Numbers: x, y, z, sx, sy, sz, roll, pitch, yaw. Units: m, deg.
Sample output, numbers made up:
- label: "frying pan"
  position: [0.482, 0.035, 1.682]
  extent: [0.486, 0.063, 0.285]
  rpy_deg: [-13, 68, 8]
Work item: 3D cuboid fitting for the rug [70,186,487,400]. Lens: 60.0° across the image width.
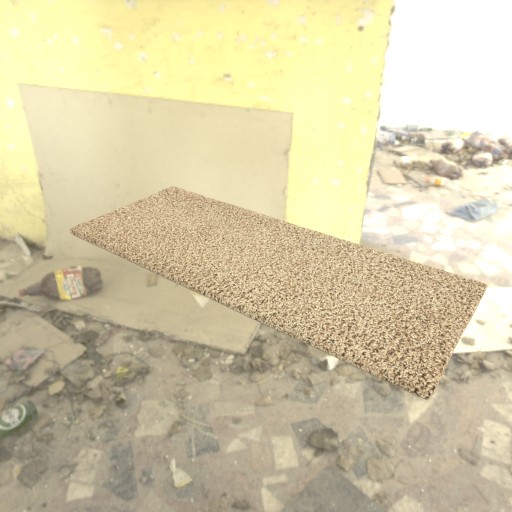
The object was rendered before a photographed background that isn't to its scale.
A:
- label: "rug"
  position: [0.000, 0.000, 1.698]
  extent: [1.524, 0.030, 0.609]
  rpy_deg: [21, 36, 31]
